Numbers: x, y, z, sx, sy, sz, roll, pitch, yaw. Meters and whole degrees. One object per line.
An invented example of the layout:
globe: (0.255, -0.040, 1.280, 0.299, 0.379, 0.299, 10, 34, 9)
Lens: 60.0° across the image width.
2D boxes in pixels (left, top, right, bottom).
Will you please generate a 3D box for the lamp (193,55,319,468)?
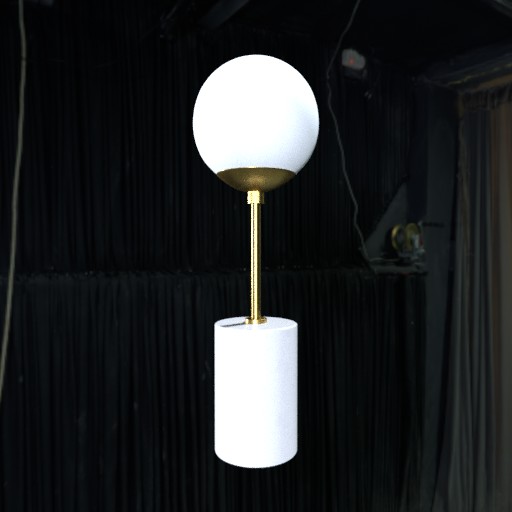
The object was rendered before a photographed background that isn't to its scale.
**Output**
lamp: (0.000, 0.000, 0.548, 0.153, 0.480, 0.153, 0, 1, 0)
